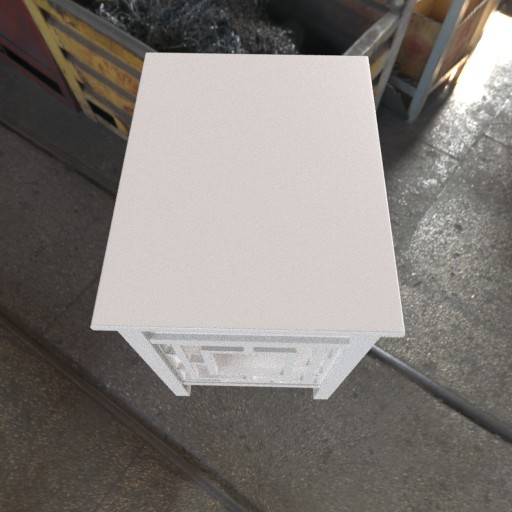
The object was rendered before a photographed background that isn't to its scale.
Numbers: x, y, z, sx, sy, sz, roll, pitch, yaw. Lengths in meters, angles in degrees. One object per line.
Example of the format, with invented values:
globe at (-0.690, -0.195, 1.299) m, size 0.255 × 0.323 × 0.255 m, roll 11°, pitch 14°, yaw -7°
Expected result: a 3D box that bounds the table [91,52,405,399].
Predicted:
table at (0.000, 0.000, 1.030) m, size 0.451 × 0.646 × 0.564 m, roll 1°, pitch 63°, yaw 1°
